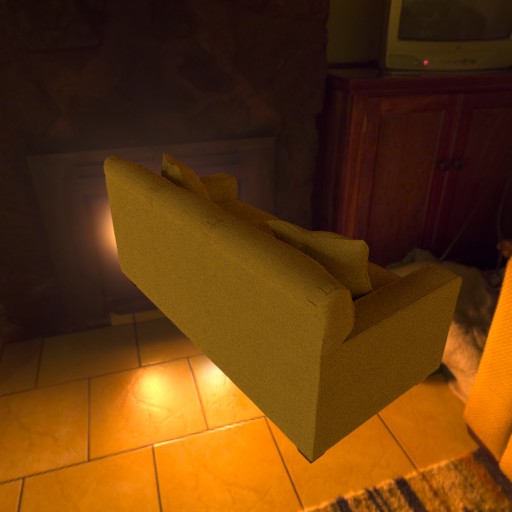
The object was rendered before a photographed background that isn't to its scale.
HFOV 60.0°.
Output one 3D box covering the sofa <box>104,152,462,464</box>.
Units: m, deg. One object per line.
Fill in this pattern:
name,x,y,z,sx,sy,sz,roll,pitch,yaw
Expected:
sofa,0.000,0.000,2.609,0.997,0.958,2.024,-20,34,-32
